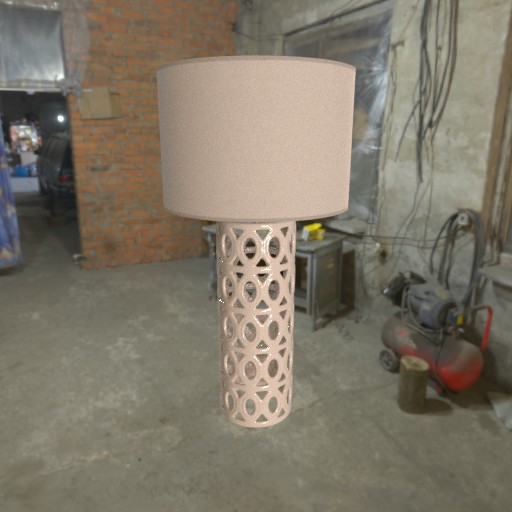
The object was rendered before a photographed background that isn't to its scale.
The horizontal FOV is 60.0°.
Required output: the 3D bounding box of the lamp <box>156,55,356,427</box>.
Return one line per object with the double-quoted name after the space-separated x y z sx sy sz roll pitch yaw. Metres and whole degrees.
0.000 0.000 0.824 0.325 0.636 0.324 8 17 26 "lamp"
